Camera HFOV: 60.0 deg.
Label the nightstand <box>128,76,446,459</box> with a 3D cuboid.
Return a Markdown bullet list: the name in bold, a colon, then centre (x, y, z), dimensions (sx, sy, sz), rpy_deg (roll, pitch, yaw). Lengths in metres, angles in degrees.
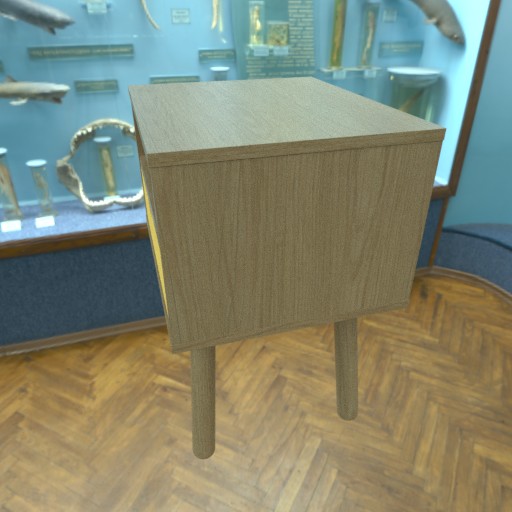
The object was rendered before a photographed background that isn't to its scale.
- **nightstand**: centre (0.000, 0.000, 0.856), dimensions (0.380, 0.571, 0.450), rpy_deg (-9, 31, -14)
